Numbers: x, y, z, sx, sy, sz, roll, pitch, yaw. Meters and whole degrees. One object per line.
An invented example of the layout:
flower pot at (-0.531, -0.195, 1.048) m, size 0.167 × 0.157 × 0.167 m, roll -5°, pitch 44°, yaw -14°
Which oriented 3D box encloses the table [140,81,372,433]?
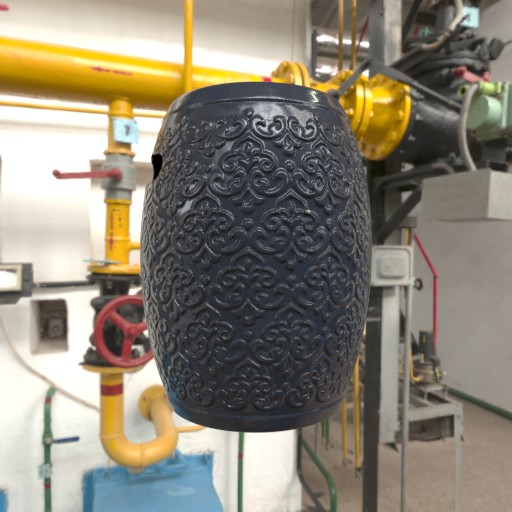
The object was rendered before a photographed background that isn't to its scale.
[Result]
table at (0.000, 0.000, 0.610) m, size 0.309 × 0.397 × 0.309 m, roll 0°, pitch 1°, yaw 0°
